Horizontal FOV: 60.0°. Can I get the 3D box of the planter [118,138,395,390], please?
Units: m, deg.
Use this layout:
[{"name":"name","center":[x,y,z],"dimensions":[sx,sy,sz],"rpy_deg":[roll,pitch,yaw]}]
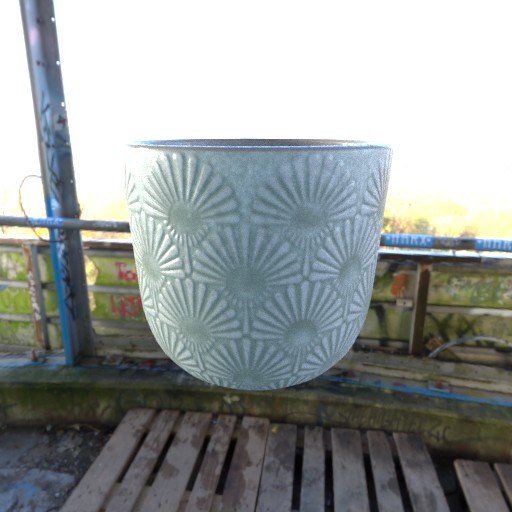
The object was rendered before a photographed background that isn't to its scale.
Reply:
[{"name":"planter","center":[0.000,0.000,0.303],"dimensions":[0.170,0.152,0.170],"rpy_deg":[0,16,0]}]
